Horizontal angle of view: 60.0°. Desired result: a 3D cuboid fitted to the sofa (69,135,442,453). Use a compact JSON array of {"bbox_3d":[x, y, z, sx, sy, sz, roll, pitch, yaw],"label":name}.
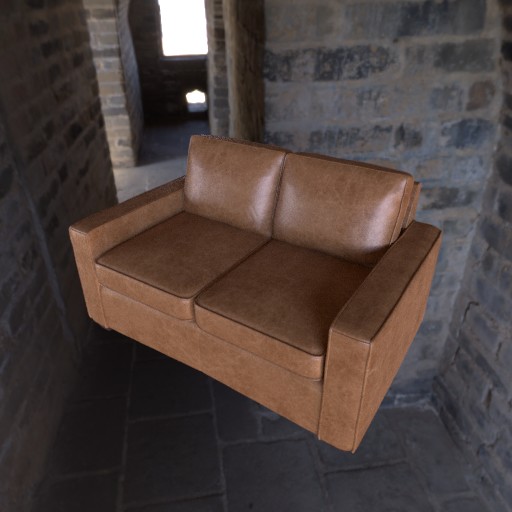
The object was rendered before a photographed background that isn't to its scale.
[{"bbox_3d":[0.000,0.000,2.169,1.532,0.896,1.020,18,35,28],"label":"sofa"}]
